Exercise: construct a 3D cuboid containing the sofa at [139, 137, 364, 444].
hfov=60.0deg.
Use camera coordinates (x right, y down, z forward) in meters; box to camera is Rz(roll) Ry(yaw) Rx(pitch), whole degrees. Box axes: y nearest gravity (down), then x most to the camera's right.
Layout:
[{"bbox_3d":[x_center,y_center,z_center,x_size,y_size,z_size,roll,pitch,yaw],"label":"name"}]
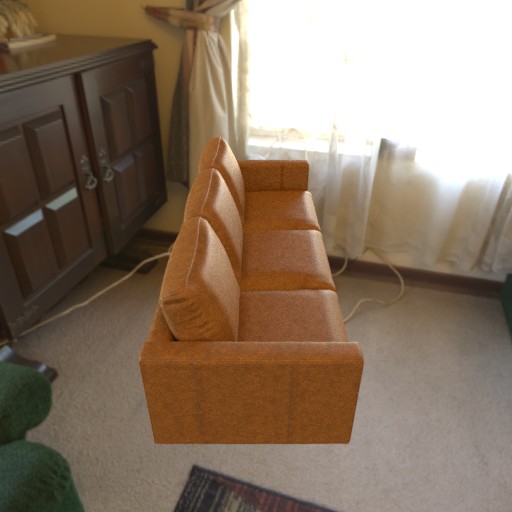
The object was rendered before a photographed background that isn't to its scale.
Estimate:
[{"bbox_3d":[0.000,0.000,2.758,0.903,0.930,2.231,0,32,0],"label":"sofa"}]
